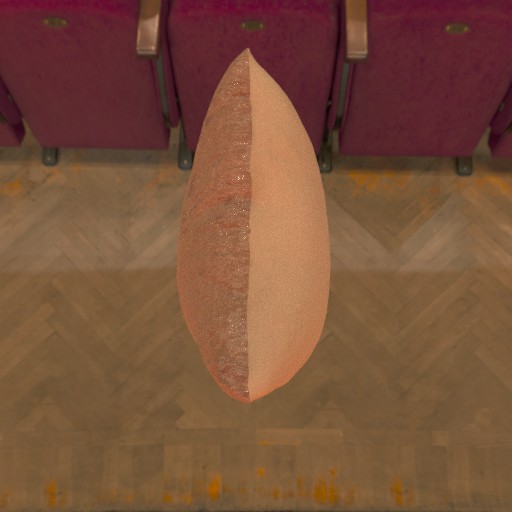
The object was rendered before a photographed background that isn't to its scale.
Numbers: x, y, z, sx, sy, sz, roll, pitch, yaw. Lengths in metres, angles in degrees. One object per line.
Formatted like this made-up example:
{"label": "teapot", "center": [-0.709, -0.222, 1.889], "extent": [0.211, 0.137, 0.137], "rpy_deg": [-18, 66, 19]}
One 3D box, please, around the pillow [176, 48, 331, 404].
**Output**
{"label": "pillow", "center": [0.000, 0.000, 0.729], "extent": [0.245, 0.448, 0.450], "rpy_deg": [2, 75, 0]}
